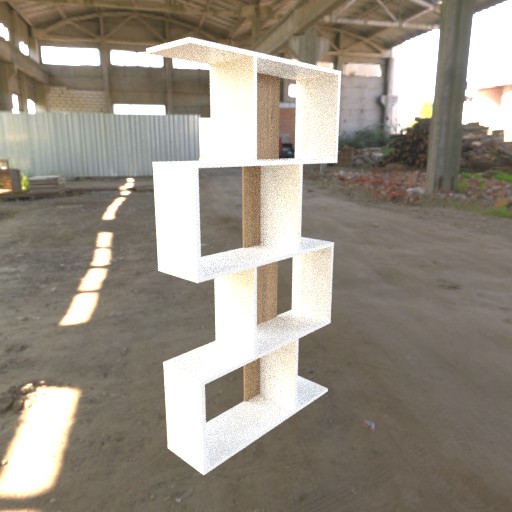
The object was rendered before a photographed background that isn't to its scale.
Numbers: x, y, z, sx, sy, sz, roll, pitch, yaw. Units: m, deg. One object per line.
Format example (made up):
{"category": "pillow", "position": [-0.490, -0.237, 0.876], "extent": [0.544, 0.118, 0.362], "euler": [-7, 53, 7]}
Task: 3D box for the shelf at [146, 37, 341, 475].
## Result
{"category": "shelf", "position": [0.000, 0.000, 2.020], "extent": [0.250, 1.650, 0.890], "euler": [12, 18, 42]}
